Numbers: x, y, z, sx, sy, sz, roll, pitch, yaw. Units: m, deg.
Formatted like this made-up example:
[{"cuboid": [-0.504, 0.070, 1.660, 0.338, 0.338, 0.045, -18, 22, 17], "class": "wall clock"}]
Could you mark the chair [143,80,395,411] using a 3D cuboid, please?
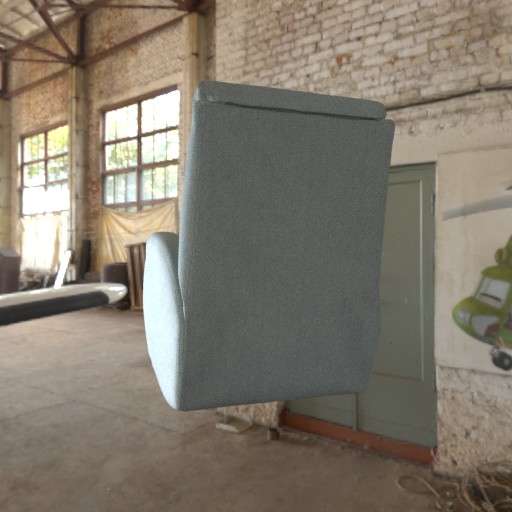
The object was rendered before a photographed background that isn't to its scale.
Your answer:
[{"cuboid": [0.000, 0.000, 1.693, 0.794, 1.016, 0.940, 0, 0, -18], "class": "chair"}]
